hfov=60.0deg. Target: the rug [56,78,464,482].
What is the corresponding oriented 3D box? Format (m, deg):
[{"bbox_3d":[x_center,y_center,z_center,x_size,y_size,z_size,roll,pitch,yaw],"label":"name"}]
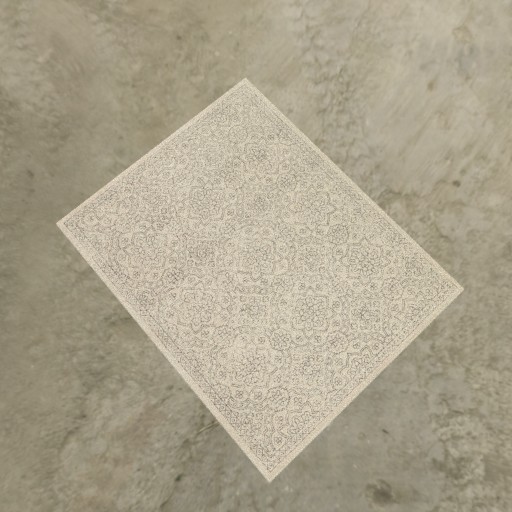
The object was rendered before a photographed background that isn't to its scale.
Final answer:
[{"bbox_3d":[0.000,0.000,4.180,2.441,0.015,3.050,-41,79,-10],"label":"rug"}]
